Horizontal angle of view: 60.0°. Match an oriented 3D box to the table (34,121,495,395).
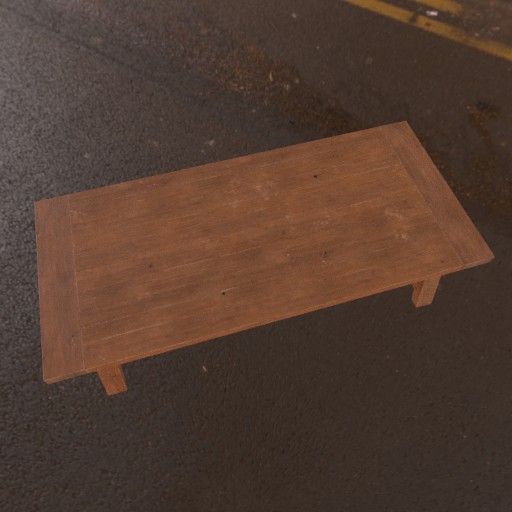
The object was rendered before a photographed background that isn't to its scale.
[{"bbox_3d":[0.000,0.000,2.087,1.800,0.465,0.820,-14,61,-8],"label":"table"}]
